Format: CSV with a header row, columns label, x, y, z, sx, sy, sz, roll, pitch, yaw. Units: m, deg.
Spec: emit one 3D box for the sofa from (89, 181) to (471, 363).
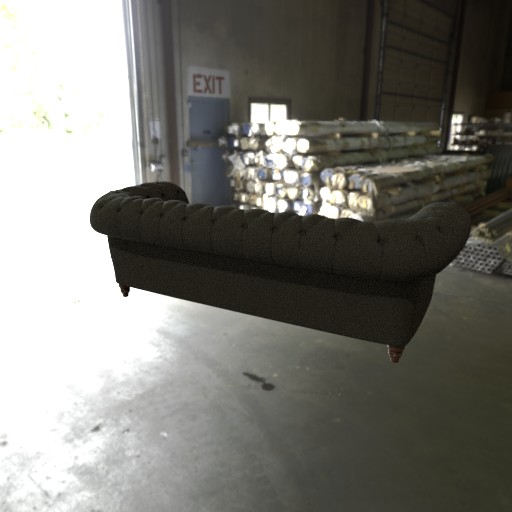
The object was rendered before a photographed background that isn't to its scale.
label,x,y,z,sx,sy,sz,roll,pitch,yaw
sofa,0.000,0.000,2.799,2.362,0.762,0.991,9,19,27
